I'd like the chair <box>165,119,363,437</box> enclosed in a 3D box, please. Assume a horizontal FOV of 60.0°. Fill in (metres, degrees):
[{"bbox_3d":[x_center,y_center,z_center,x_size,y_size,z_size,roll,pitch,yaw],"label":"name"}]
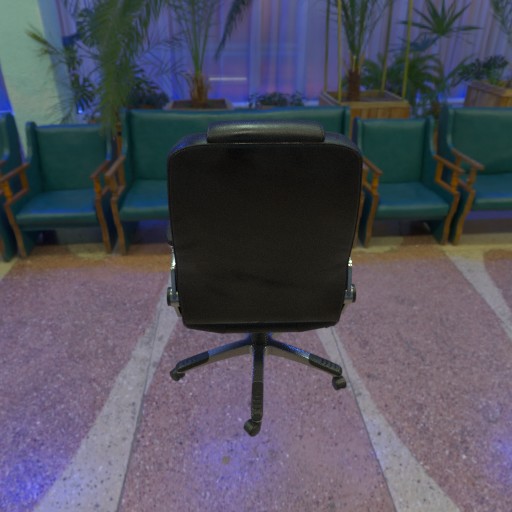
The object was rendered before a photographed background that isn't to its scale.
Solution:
[{"bbox_3d":[0.000,0.000,1.571,0.697,1.075,0.689,-1,30,-1],"label":"chair"}]
